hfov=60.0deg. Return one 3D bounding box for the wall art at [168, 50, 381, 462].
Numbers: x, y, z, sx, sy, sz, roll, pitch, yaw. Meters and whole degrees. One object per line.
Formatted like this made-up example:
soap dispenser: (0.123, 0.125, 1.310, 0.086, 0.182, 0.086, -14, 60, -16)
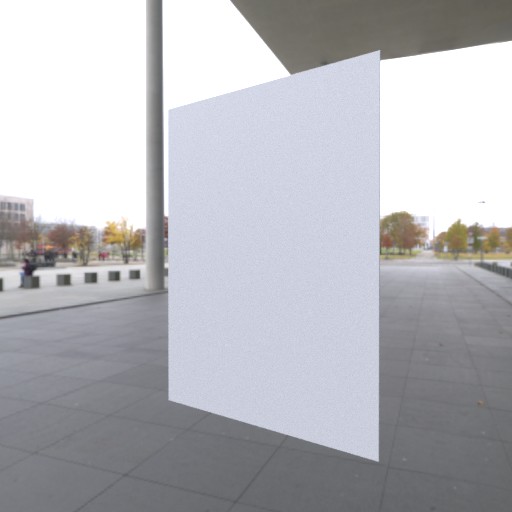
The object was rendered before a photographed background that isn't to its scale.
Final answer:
wall art: (0.000, 0.000, 0.794, 0.457, 0.610, 0.003, 1, 1, 37)
